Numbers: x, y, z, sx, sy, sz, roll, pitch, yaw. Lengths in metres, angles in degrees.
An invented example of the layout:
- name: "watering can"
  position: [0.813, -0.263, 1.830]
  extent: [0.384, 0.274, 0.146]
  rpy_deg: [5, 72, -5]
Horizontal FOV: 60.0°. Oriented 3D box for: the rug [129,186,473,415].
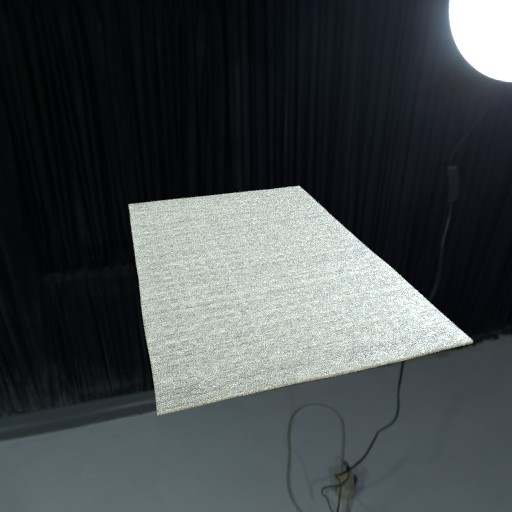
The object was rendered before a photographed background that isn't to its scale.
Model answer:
- name: "rug"
  position: [0.000, 0.000, 2.926]
  extent: [1.532, 0.018, 2.297]
  rpy_deg: [-8, 30, -15]
